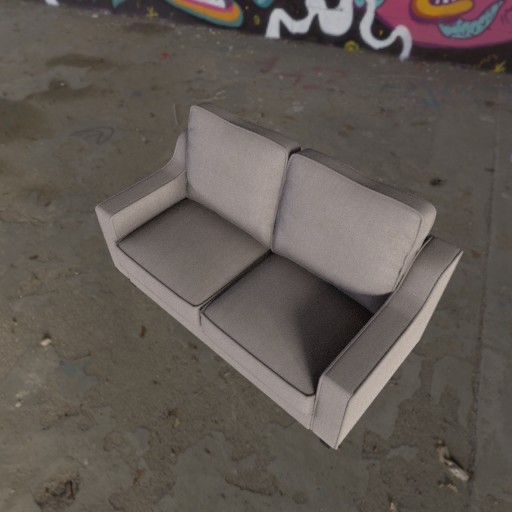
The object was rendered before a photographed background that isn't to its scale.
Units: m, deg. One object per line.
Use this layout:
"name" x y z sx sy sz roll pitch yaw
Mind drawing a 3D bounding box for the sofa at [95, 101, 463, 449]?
"sofa" 0.000 0.000 2.070 1.500 0.948 0.791 33 54 28
